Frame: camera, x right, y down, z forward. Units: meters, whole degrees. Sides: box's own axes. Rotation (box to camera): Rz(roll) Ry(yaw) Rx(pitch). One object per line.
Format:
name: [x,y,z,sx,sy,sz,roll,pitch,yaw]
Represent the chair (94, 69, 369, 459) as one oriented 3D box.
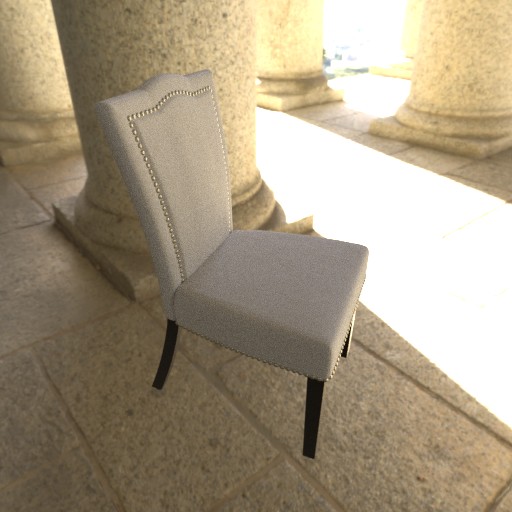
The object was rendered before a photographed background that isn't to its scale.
chair: [0.000,0.000,1.269,0.589,0.946,0.518,12,33,19]
